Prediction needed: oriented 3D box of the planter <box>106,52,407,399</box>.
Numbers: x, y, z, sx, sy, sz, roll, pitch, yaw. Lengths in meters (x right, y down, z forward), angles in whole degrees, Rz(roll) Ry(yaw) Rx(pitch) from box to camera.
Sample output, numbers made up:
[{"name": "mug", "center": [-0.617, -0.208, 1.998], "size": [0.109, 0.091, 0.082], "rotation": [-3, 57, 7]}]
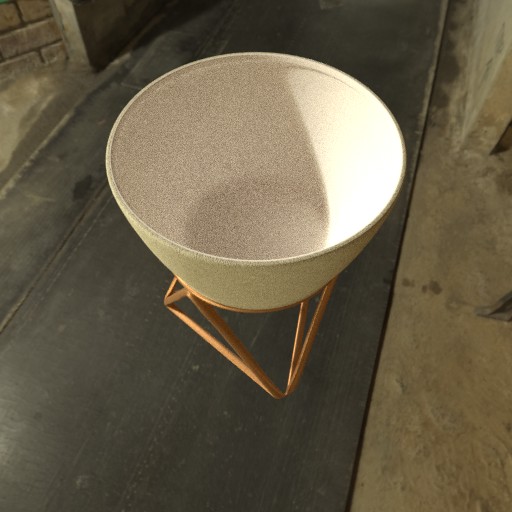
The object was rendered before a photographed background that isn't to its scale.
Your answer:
[{"name": "planter", "center": [0.000, 0.000, 0.731], "size": [0.350, 0.504, 0.350], "rotation": [-16, 59, -10]}]
